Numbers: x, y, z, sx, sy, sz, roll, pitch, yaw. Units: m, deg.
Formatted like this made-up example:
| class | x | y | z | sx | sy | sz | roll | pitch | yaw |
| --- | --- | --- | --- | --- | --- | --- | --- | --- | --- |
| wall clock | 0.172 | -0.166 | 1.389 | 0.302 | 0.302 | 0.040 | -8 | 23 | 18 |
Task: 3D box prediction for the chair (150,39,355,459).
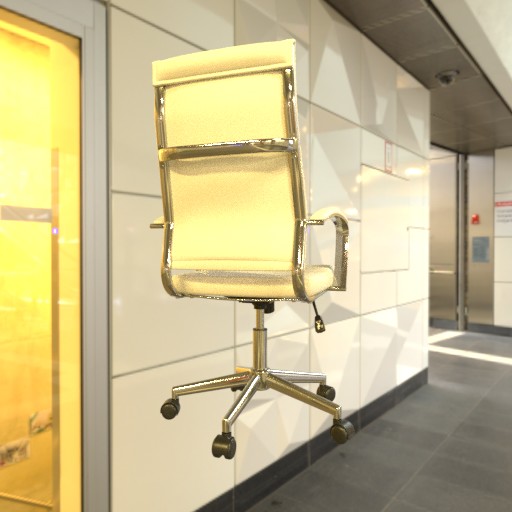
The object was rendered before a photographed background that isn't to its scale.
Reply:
| class | x | y | z | sx | sy | sz | roll | pitch | yaw |
| --- | --- | --- | --- | --- | --- | --- | --- | --- | --- |
| chair | 0.000 | 0.000 | 1.523 | 0.679 | 1.149 | 0.679 | 0 | 1 | 19 |
